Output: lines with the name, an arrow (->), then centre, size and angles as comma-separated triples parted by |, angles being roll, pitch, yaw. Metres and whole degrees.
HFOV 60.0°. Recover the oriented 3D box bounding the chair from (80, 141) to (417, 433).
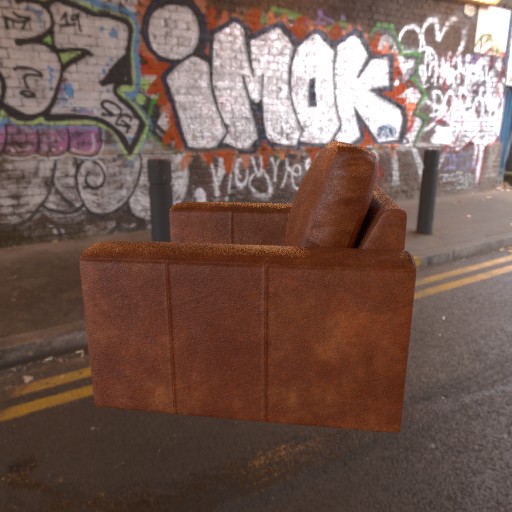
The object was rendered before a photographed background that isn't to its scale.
chair -> 0.000, 0.000, 1.759 | 1.016, 0.873, 1.005 | 2, 16, 8
